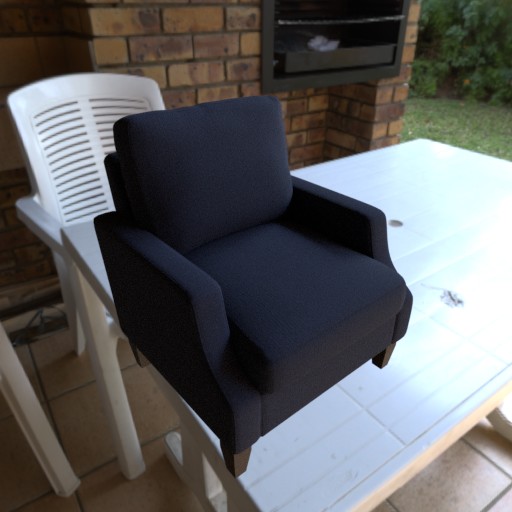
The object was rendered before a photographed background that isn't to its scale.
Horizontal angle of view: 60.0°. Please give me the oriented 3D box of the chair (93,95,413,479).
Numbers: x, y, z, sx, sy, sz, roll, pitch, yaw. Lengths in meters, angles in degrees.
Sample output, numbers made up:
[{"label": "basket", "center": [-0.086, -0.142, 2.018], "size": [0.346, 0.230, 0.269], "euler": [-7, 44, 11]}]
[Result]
[{"label": "chair", "center": [0.000, 0.000, 1.605], "size": [0.855, 0.991, 0.897], "euler": [-23, 37, -34]}]
